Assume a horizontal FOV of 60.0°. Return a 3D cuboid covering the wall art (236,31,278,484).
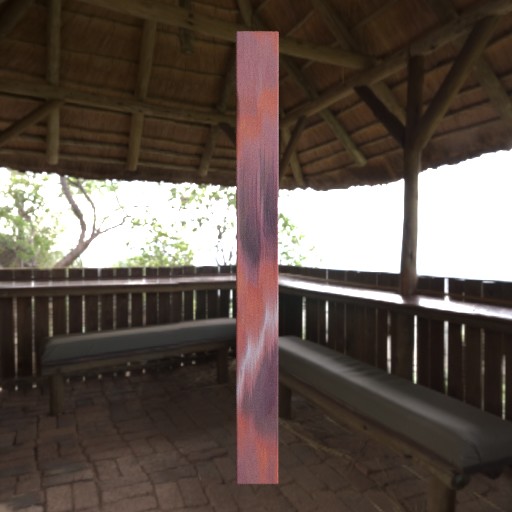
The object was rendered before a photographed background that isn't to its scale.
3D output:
[{"bbox_3d":[0.000,0.000,0.598,0.038,0.406,0.403,0,1,0],"label":"wall art"}]
